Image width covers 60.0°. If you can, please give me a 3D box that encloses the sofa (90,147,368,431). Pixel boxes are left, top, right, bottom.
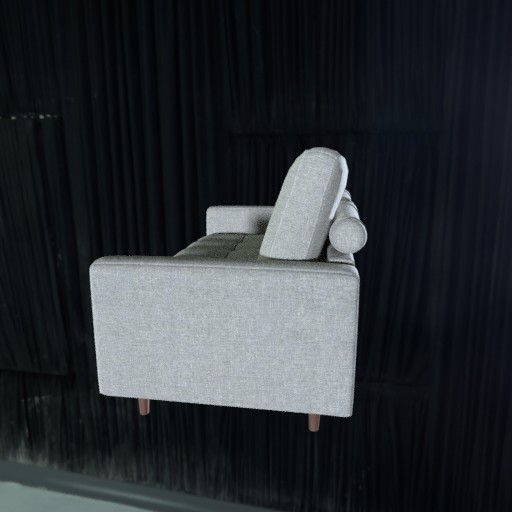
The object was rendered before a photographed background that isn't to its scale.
[{"bbox_3d":[0.000,0.000,1.928,0.842,0.907,1.407,2,13,9],"label":"sofa"}]
